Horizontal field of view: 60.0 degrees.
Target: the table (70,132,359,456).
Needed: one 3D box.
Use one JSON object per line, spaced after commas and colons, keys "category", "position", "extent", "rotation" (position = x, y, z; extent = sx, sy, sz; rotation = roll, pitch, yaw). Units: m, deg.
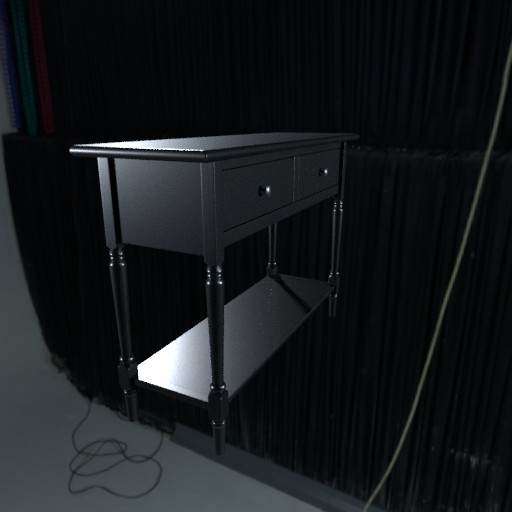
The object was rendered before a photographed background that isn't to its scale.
{"category": "table", "position": [0.000, 0.000, 1.589], "extent": [0.386, 0.819, 1.191], "rotation": [9, 19, 26]}
